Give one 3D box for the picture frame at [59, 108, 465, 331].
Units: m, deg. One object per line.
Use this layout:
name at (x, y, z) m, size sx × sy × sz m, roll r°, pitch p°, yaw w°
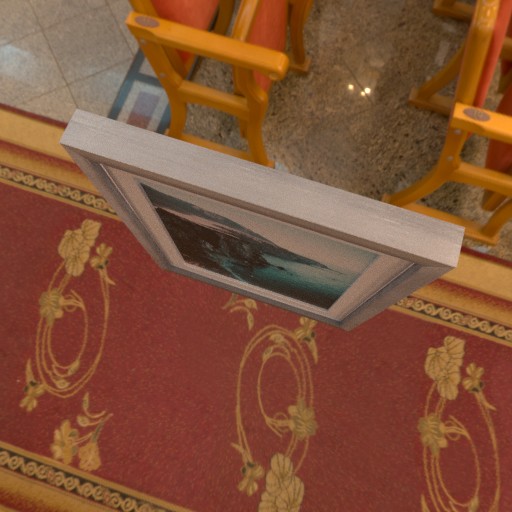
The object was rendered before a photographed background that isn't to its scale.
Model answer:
picture frame at (0.000, 0.000, 0.746) m, size 0.449 × 0.555 × 0.046 m, roll 18°, pitch 74°, yaw 5°
